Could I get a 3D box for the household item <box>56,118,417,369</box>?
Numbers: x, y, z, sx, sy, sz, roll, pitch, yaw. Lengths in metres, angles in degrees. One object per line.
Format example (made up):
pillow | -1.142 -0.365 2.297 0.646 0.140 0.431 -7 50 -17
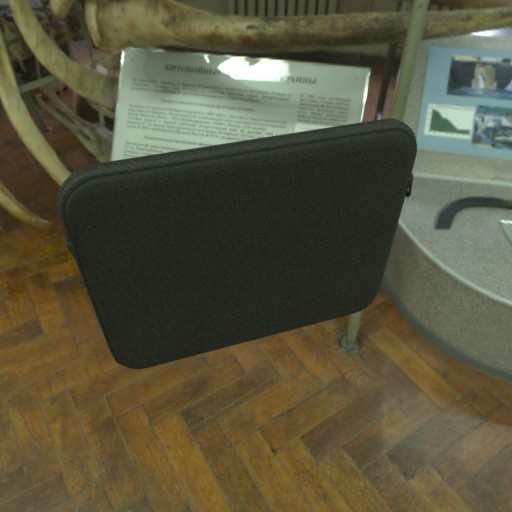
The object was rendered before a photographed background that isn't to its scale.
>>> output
household item | 0.000 0.000 0.535 0.396 0.305 0.030 -12 44 -13
